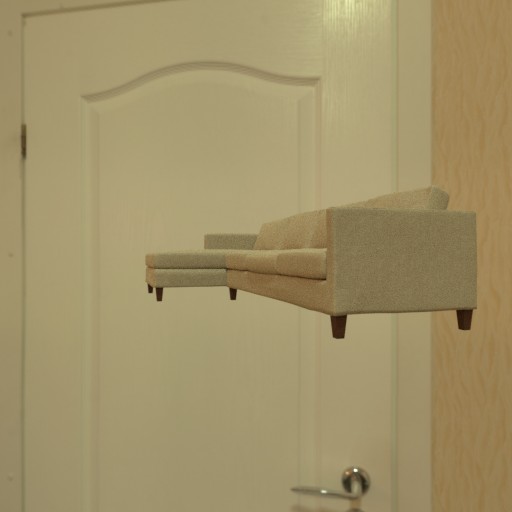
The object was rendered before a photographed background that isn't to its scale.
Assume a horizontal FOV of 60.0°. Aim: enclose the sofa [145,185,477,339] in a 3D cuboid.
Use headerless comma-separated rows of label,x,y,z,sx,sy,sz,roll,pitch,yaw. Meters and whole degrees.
sofa,0.000,0.000,3.782,1.625,0.846,3.186,0,0,-18
